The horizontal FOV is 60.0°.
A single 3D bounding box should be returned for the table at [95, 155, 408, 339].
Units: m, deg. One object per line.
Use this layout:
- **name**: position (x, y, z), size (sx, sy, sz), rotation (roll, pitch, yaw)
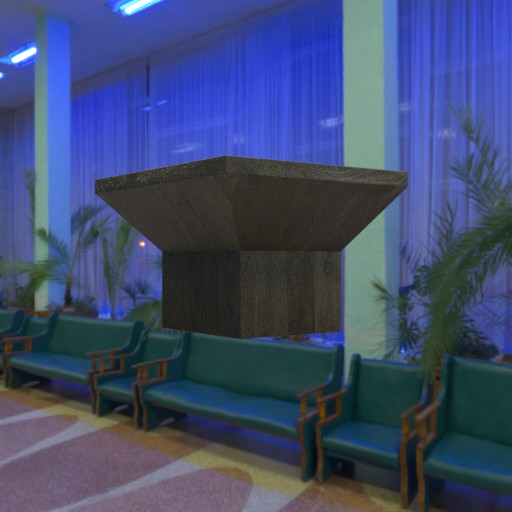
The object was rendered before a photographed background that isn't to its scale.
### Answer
- **table**: position (0.000, 0.000, 1.629), size (1.115, 0.488, 0.966), rotation (0, 0, 38)
